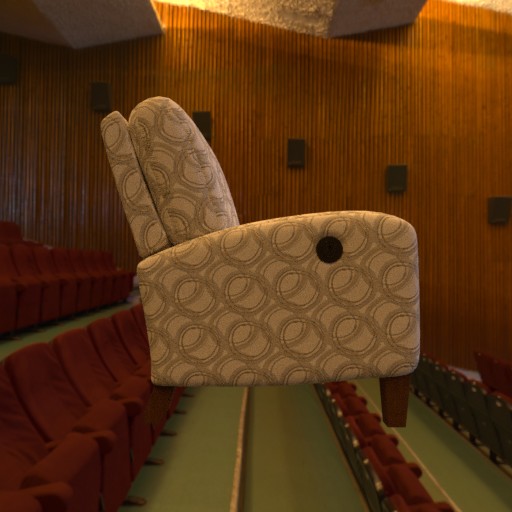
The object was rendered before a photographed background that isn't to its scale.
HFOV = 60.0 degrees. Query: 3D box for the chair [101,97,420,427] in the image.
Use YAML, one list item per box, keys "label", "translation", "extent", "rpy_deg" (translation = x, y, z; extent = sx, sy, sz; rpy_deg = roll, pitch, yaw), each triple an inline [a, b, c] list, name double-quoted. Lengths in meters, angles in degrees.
- label: "chair"
  translation: [0.000, 0.000, 1.722]
  extent: [0.995, 1.065, 0.796]
  rpy_deg: [0, -1, 0]
